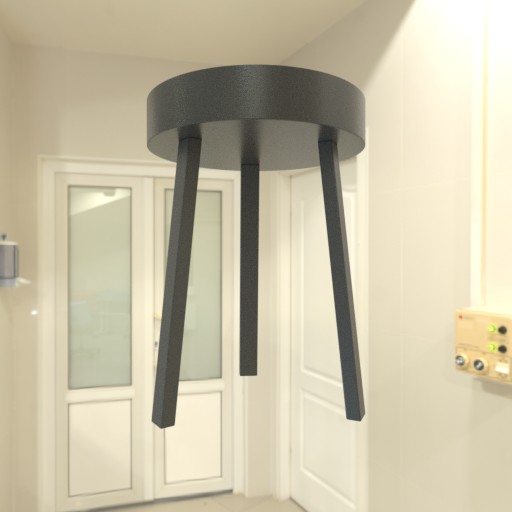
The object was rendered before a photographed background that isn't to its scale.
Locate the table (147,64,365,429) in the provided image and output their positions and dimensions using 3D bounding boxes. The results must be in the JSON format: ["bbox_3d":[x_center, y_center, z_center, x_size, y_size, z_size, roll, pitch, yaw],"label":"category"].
[{"bbox_3d":[0.000,0.000,0.849,0.406,0.559,0.406,0,0,0],"label":"table"}]
